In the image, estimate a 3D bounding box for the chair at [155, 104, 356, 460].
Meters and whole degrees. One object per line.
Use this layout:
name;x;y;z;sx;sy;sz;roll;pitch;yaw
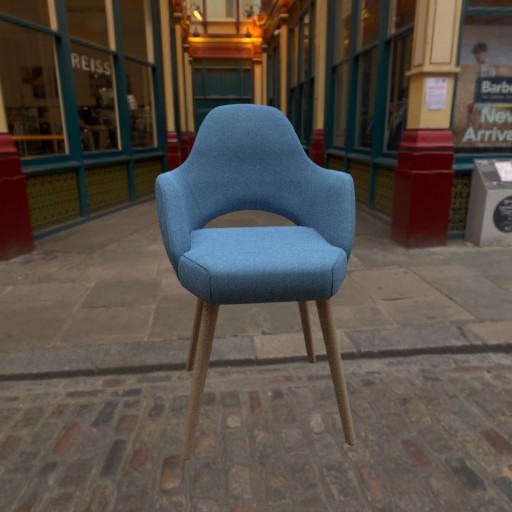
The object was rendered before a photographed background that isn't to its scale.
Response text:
chair;0.000;0.000;1.378;0.589;0.920;0.666;-2;17;-7
